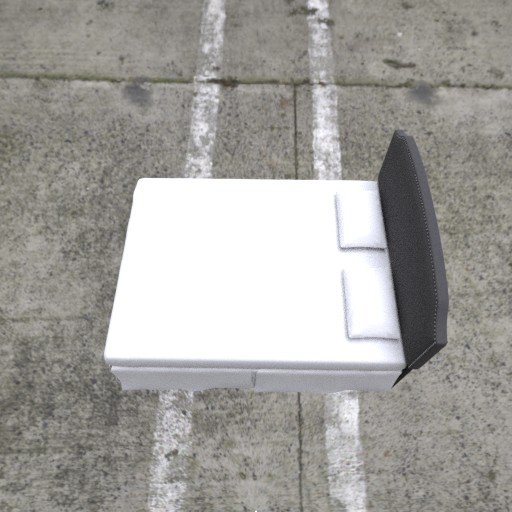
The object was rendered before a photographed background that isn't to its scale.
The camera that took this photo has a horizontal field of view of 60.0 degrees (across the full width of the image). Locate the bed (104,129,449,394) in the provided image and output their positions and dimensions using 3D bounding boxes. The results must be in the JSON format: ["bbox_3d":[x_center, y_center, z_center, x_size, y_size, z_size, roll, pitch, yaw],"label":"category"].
[{"bbox_3d":[0.000,0.000,3.040,1.999,1.270,1.558,1,60,0],"label":"bed"}]
